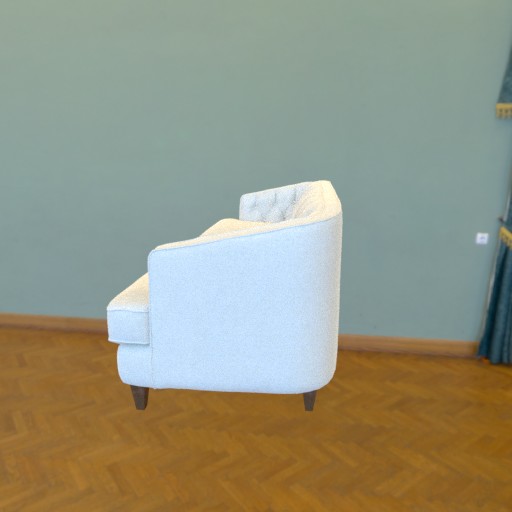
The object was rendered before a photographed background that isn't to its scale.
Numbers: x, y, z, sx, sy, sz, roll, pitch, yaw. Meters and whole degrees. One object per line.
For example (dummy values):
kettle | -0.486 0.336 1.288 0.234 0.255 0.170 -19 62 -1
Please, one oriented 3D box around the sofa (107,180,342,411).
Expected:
sofa | 0.000 0.000 2.757 0.941 0.855 2.278 2 13 7
